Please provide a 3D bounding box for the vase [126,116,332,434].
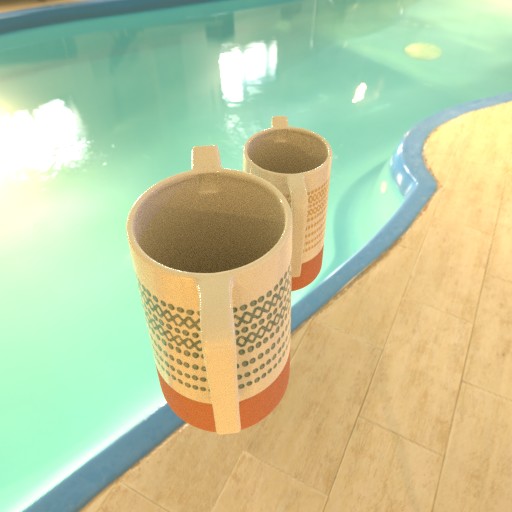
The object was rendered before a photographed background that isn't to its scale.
[{"bbox_3d":[0.000,0.000,0.460,0.168,0.247,0.326,26,51,22],"label":"vase"}]
